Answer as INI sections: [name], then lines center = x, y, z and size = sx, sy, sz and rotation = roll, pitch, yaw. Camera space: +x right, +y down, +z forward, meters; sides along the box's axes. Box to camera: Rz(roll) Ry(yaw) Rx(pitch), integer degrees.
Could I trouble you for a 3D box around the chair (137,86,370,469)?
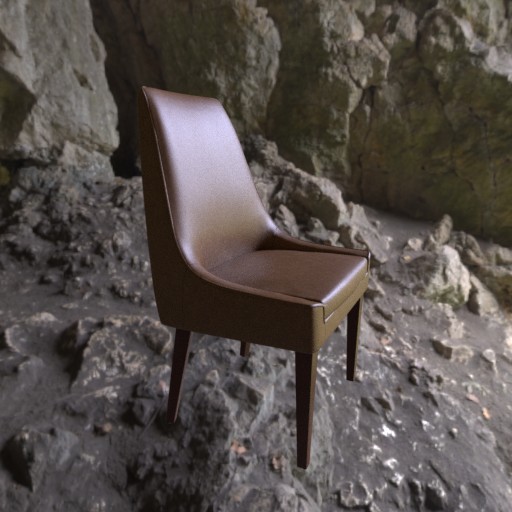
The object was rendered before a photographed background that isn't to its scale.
[chair]
center = 0.000, 0.000, 1.208
size = 0.544, 0.861, 0.529
rotation = 7, 16, 25
